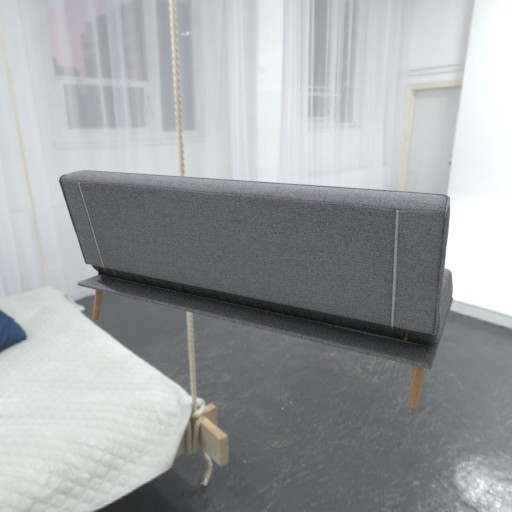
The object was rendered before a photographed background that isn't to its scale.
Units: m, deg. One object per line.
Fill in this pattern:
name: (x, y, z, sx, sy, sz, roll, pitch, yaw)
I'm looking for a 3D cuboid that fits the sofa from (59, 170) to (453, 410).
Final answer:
sofa: (0.000, 0.000, 2.245, 1.820, 0.830, 0.810, 9, 19, 27)
